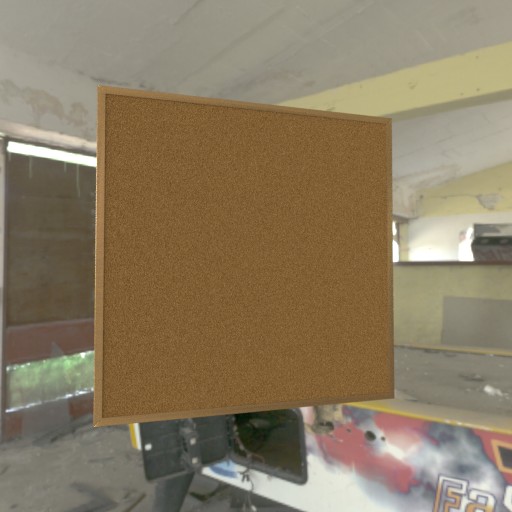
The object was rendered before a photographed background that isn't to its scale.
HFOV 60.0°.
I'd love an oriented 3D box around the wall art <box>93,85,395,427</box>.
[{"bbox_3d":[0.000,0.000,0.744,0.505,0.505,0.037,1,-2,-17],"label":"wall art"}]
